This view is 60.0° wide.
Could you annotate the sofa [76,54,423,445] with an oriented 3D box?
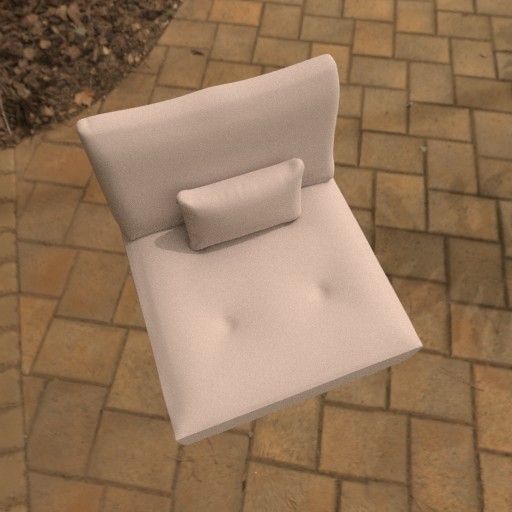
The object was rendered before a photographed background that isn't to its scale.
[{"bbox_3d":[0.000,0.000,1.636,0.935,0.828,1.000,-18,65,-9],"label":"sofa"}]
